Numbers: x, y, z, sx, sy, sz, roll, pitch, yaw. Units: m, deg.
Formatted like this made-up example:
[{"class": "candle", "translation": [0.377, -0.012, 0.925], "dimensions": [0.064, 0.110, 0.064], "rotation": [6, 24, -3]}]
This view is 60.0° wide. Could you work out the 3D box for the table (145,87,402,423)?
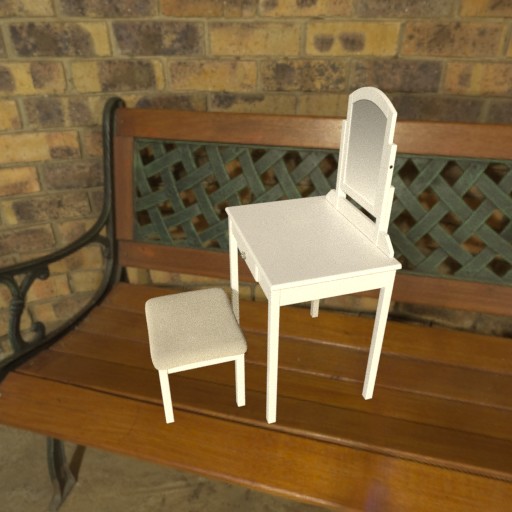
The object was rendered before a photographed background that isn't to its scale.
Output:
[{"class": "table", "translation": [0.000, 0.000, 2.341], "dimensions": [1.211, 1.631, 0.876], "rotation": [-9, 32, -14]}]
